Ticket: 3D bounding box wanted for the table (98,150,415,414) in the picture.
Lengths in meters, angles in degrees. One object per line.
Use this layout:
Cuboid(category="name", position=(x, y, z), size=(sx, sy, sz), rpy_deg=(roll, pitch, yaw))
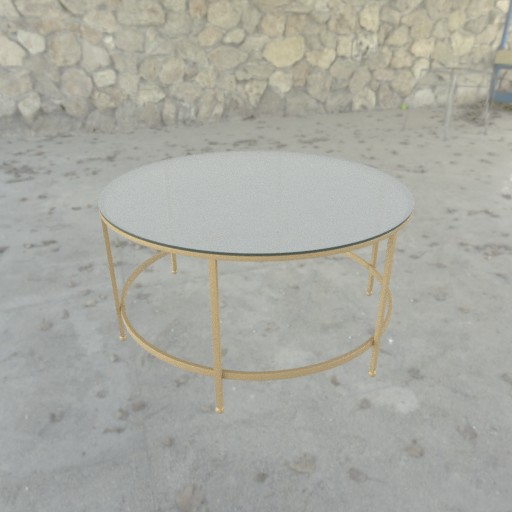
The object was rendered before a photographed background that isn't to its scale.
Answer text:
Cuboid(category="table", position=(0.000, 0.000, 1.440), size=(0.914, 0.470, 0.914), rpy_deg=(0, 27, 0))
